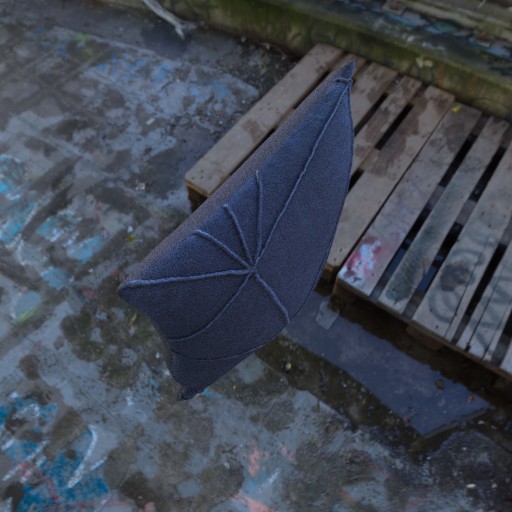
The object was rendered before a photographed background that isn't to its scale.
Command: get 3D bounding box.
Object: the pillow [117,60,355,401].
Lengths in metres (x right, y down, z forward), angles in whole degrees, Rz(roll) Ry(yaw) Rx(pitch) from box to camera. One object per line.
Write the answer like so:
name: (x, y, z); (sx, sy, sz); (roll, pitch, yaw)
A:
pillow: (0.000, 0.000, 0.679); (0.183, 0.440, 0.439); (33, 65, 18)
